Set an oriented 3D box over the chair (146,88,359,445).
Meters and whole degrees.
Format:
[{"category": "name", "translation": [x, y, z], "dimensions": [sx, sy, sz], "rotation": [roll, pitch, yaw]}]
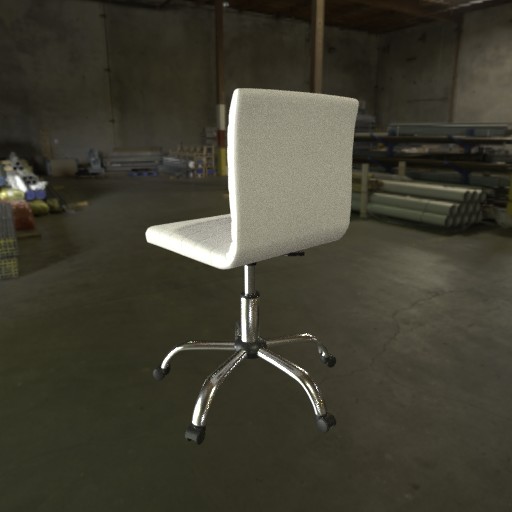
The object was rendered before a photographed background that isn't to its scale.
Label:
[{"category": "chair", "translation": [0.000, 0.000, 1.150], "dimensions": [0.556, 0.780, 0.530], "rotation": [-14, 21, -42]}]
